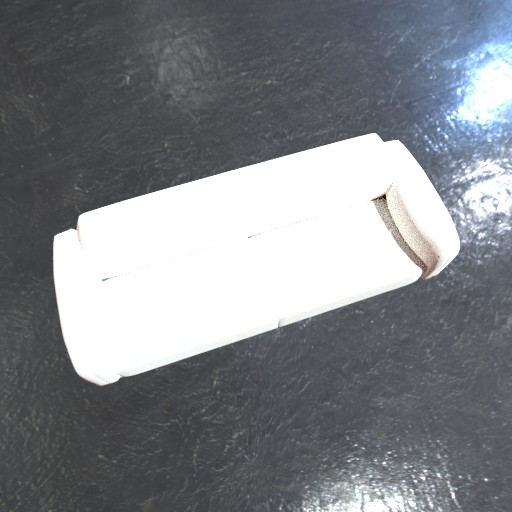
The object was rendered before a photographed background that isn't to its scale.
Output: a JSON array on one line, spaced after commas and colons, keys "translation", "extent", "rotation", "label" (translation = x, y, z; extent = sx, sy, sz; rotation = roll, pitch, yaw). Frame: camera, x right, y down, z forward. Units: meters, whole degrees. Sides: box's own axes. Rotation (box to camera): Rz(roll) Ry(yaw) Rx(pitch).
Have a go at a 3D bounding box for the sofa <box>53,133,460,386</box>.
[{"translation": [0.000, 0.000, 2.709], "extent": [2.280, 0.780, 0.870], "rotation": [-17, 65, -8], "label": "sofa"}]
